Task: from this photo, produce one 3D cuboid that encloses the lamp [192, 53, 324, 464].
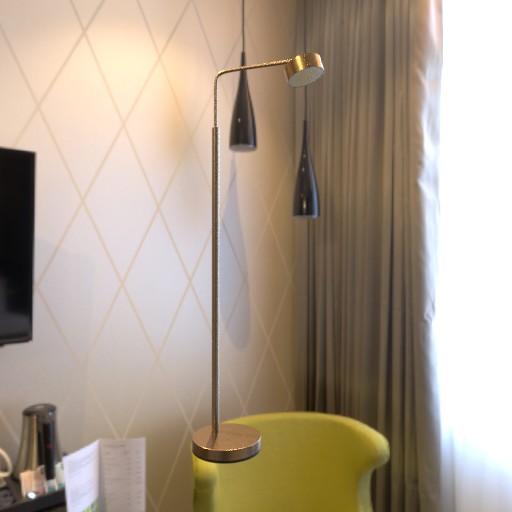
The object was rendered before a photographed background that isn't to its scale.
[{"bbox_3d":[0.000,0.000,1.392,0.418,1.230,0.219,0,0,19],"label":"lamp"}]
